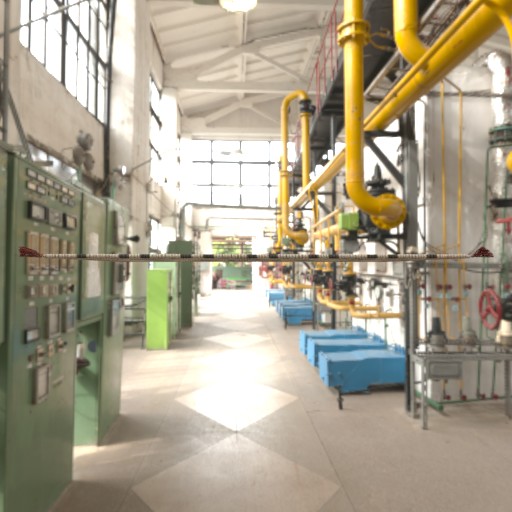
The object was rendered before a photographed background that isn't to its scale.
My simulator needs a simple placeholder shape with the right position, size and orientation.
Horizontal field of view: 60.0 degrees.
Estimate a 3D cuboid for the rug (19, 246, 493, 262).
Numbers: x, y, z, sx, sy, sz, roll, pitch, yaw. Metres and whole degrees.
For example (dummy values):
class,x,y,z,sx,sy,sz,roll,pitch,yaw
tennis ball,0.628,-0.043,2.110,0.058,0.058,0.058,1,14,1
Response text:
class,x,y,z,sx,sy,sz,roll,pitch,yaw
rug,0.000,0.000,3.271,2.672,0.066,1.741,0,-2,-2
